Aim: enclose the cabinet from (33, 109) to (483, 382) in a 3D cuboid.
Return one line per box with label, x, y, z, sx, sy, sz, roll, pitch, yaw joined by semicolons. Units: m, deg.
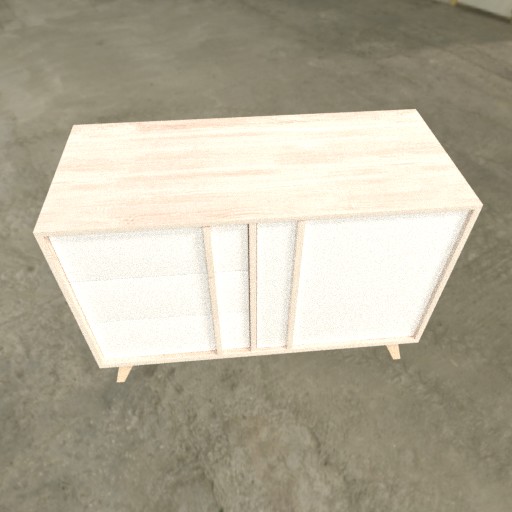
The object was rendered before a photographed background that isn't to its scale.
cabinet;0.000;0.000;1.541;1.110;0.780;0.500;-4;46;-4
